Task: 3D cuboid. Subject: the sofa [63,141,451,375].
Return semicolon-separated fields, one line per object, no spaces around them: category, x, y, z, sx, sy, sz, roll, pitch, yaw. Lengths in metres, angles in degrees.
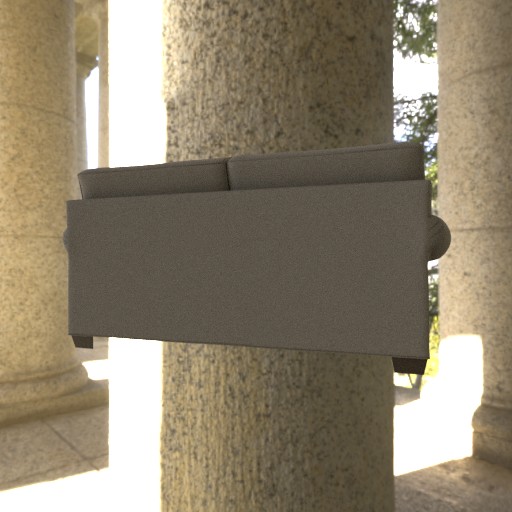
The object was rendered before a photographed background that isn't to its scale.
sofa;0.000;0.000;2.419;1.930;0.952;0.940;0;-1;19
